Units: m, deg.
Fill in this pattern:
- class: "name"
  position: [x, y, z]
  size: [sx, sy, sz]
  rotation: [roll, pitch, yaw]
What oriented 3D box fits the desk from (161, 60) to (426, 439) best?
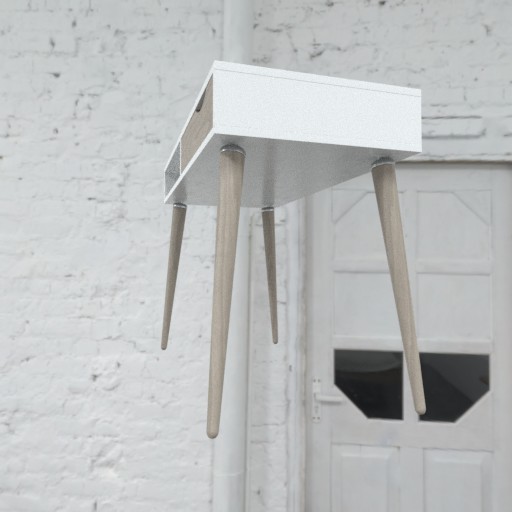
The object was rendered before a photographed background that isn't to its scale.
- class: "desk"
  position: [0.000, 0.000, 1.378]
  size: [0.491, 0.723, 0.979]
  rotation: [0, -2, -17]
